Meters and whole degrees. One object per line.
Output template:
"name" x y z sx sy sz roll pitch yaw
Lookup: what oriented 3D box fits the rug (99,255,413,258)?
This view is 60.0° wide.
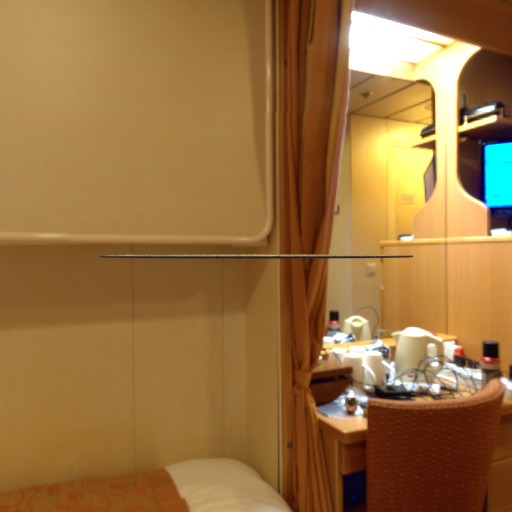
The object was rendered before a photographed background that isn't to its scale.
"rug" 0.000 0.000 3.567 2.386 0.014 2.386 0 0 0
